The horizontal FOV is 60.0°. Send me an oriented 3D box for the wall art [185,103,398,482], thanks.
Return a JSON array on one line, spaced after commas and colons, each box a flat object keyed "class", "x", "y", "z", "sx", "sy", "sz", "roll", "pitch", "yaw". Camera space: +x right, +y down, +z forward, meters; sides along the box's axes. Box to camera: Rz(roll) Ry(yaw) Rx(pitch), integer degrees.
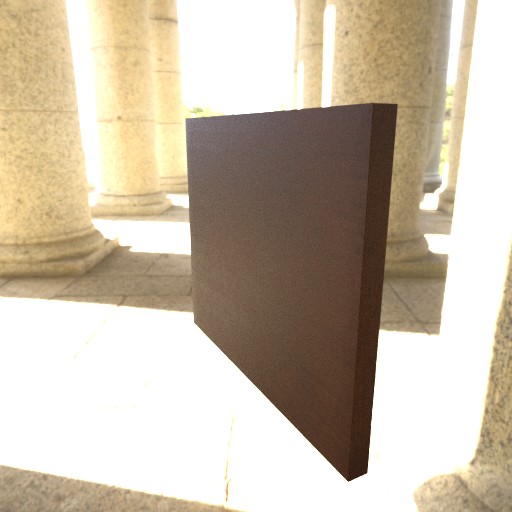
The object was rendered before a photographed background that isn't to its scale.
[{"class": "wall art", "x": 0.000, "y": 0.000, "z": 0.747, "sx": 0.033, "sy": 0.457, "sz": 0.558, "roll": -8, "pitch": 17, "yaw": -27}]
